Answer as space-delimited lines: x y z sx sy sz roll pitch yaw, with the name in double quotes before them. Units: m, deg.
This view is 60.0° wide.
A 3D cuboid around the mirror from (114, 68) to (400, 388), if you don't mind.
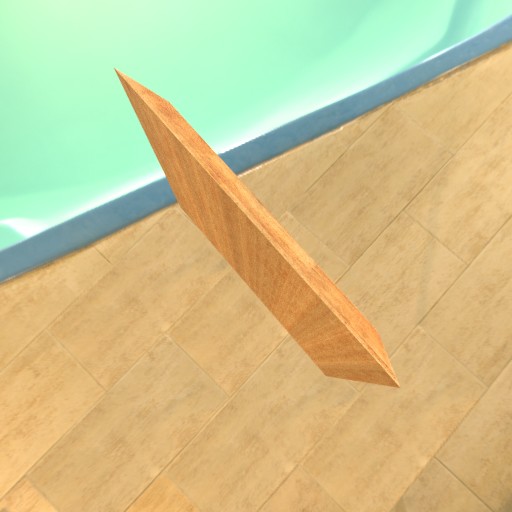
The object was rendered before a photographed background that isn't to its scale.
"mirror" 0.000 0.000 0.973 0.047 0.651 0.651 -40 79 -9
